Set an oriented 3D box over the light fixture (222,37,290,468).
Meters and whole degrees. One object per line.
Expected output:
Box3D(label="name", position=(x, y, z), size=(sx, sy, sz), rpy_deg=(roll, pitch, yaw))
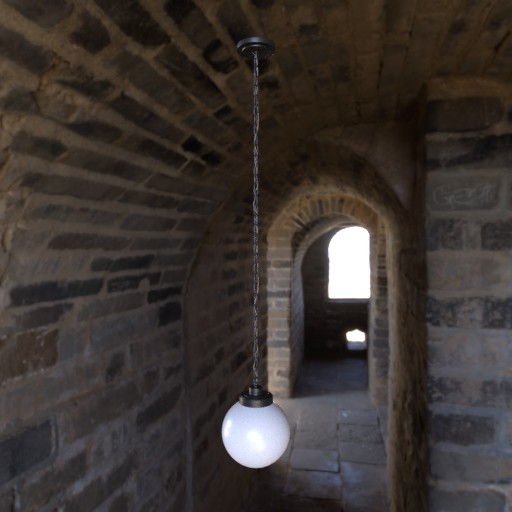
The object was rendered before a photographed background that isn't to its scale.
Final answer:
Box3D(label="light fixture", position=(0.000, 0.000, 1.980), size=(0.304, 1.867, 0.305), rpy_deg=(0, 1, -37))
